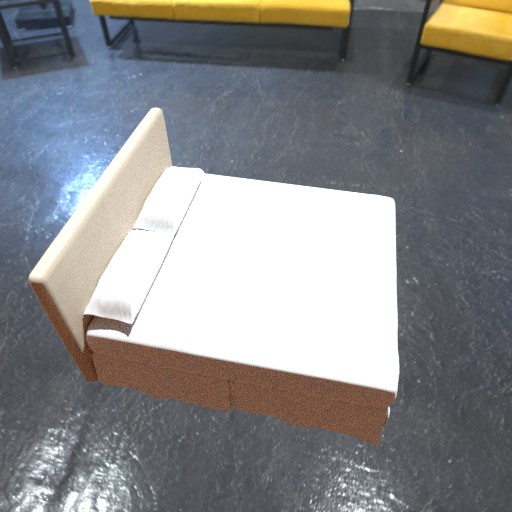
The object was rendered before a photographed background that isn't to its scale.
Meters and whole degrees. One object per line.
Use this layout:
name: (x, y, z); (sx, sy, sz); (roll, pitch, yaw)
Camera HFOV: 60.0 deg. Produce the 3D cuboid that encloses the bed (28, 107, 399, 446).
bed: (0.000, 0.000, 3.551); (2.319, 1.317, 2.119); (9, 47, 8)
